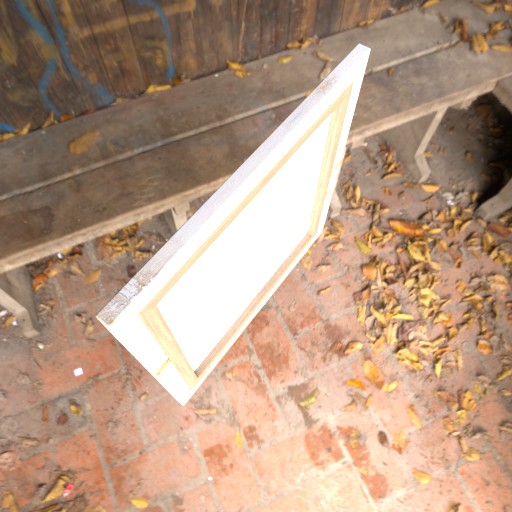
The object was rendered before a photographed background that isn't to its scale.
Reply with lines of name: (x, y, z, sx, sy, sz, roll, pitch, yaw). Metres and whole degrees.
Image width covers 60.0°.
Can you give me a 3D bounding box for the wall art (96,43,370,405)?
wall art: (0.000, 0.000, 1.516, 0.040, 1.018, 1.015, 34, 68, 16)
